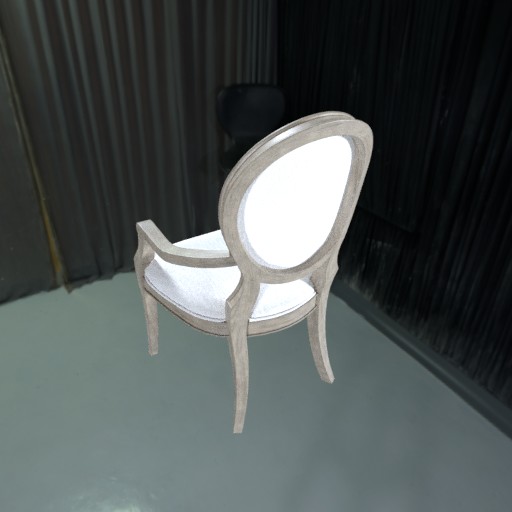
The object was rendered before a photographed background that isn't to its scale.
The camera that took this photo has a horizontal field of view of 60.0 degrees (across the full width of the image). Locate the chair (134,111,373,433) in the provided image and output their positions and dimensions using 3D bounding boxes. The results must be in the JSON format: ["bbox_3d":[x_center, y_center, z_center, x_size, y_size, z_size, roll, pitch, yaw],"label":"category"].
[{"bbox_3d":[0.000,0.000,1.395,0.611,0.991,0.602,-19,36,-28],"label":"chair"}]
